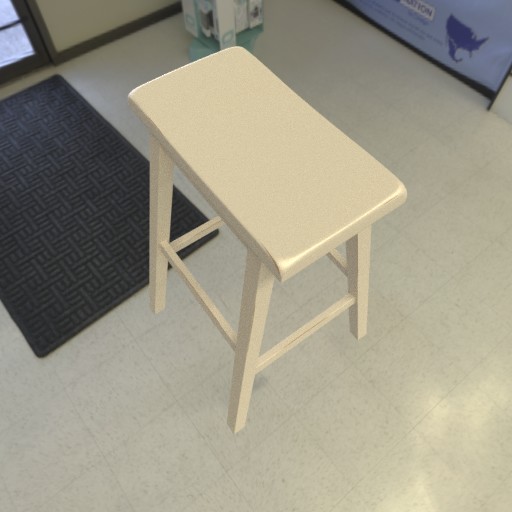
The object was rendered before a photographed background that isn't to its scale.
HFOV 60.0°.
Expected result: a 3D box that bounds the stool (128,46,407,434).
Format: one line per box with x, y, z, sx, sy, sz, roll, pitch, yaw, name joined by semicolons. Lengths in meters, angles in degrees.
0.000;0.000;1.024;0.476;0.737;0.457;-32;63;-18;stool
